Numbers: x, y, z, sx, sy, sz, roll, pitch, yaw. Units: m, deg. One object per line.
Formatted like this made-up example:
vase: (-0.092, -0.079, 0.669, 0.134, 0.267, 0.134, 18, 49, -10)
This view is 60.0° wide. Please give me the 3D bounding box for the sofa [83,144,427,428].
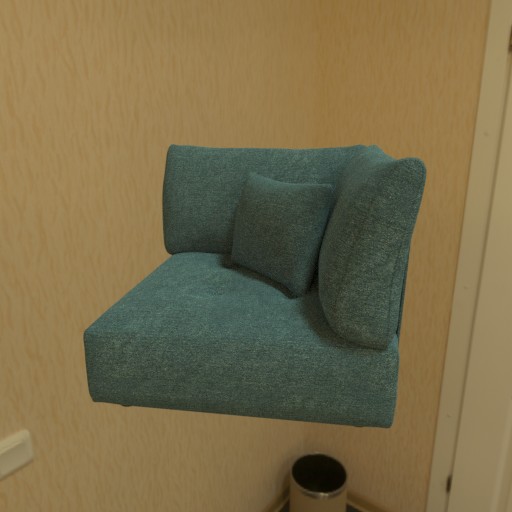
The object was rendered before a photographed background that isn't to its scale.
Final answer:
sofa: (0.000, 0.000, 1.724, 1.000, 0.820, 1.000, 2, 16, 8)
